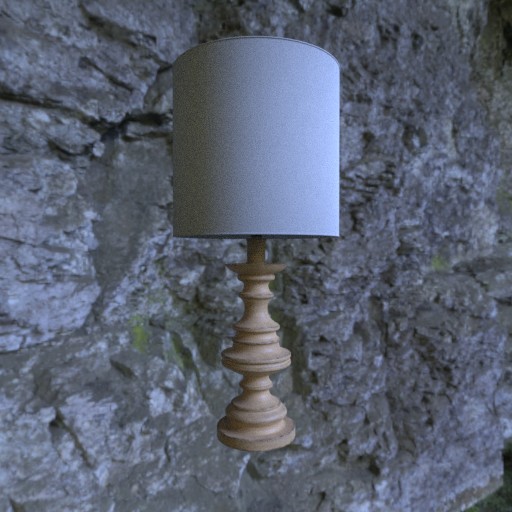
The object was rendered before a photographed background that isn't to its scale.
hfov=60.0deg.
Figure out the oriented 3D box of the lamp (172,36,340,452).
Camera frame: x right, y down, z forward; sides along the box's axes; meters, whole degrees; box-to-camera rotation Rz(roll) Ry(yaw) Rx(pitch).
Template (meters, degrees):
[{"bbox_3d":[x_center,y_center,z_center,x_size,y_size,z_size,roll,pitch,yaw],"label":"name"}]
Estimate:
[{"bbox_3d":[0.000,0.000,0.563,0.208,0.455,0.208,-1,1,-37],"label":"lamp"}]
